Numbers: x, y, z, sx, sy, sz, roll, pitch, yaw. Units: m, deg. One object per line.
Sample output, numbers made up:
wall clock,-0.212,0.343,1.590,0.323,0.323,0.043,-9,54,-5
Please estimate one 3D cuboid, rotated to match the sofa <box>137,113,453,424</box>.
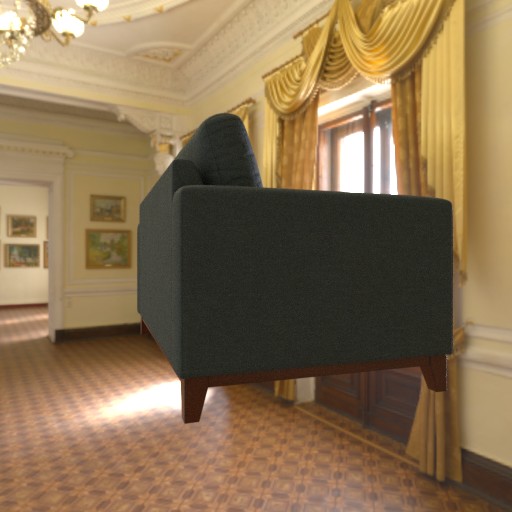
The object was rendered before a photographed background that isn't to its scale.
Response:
sofa,0.000,0.000,2.028,0.955,0.903,1.489,0,0,-19
